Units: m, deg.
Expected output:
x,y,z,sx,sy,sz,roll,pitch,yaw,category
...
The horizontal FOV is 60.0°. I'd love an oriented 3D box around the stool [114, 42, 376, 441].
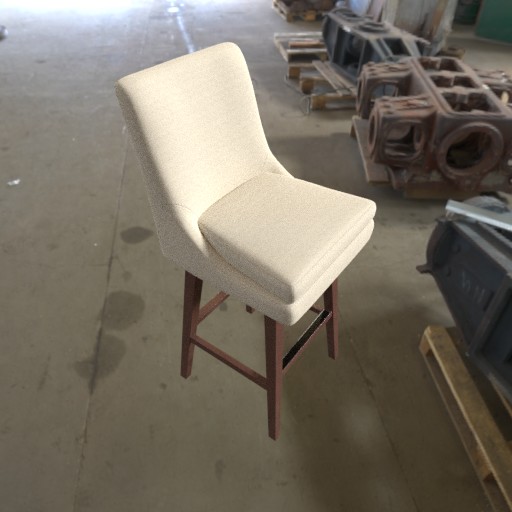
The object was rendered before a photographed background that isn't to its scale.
x,y,z,sx,sy,sz,roll,pitch,yaw,category
0.000,0.000,1.388,0.559,1.093,0.483,25,46,27,stool
